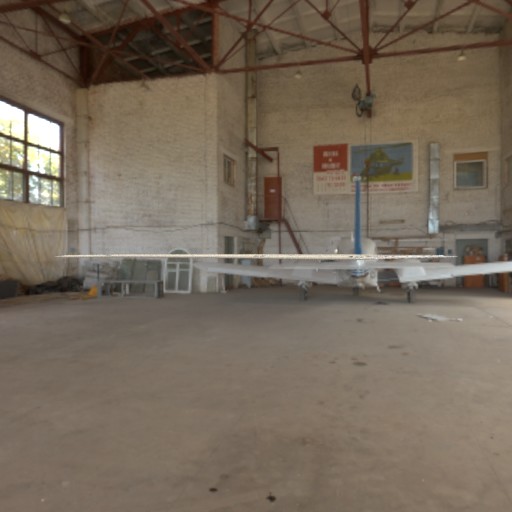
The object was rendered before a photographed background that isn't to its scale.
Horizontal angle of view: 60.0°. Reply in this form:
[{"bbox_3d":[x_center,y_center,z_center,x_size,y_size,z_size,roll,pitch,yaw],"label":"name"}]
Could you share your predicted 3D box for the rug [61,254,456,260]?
[{"bbox_3d":[0.000,0.000,4.054,3.027,0.028,2.125,0,0,35],"label":"rug"}]
